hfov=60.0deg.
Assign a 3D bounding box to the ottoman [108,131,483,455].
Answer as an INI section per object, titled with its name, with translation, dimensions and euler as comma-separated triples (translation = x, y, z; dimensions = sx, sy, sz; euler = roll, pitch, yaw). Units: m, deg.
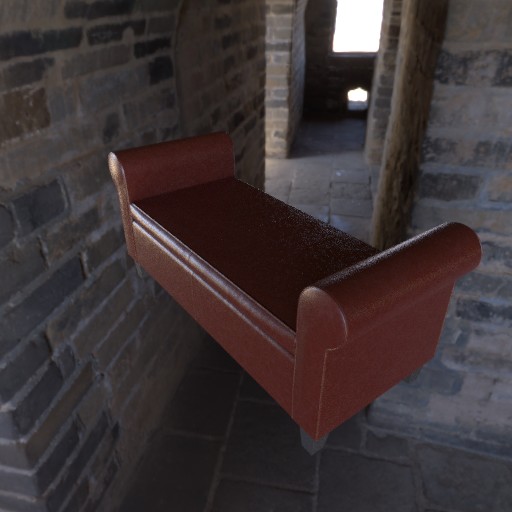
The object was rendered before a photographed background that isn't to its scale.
[ottoman]
translation = 0.000, 0.000, 1.536
dimensions = 0.521, 0.547, 1.256
euler = -21, 37, -31
